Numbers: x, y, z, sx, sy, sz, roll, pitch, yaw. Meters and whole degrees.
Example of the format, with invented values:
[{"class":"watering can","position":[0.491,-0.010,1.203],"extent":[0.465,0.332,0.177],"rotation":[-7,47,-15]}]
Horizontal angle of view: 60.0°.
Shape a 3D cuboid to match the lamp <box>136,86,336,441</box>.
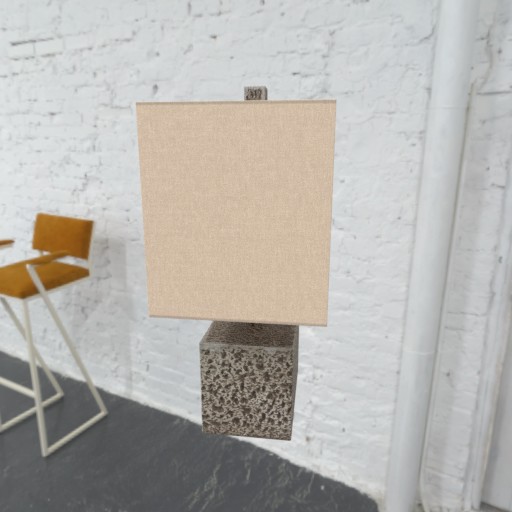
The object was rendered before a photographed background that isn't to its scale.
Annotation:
[{"class":"lamp","position":[0.000,0.000,0.574],"extent":[0.180,0.411,0.294],"rotation":[2,14,8]}]
